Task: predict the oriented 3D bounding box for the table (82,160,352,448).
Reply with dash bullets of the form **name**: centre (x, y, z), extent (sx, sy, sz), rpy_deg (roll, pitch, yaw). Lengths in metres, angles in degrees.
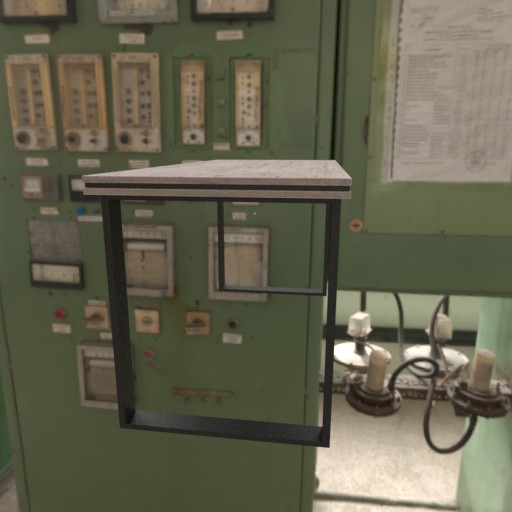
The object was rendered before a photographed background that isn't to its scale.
- **table**: centre (0.000, 0.000, 2.235), extent (0.795, 0.899, 1.778), rpy_deg (2, 14, 8)
